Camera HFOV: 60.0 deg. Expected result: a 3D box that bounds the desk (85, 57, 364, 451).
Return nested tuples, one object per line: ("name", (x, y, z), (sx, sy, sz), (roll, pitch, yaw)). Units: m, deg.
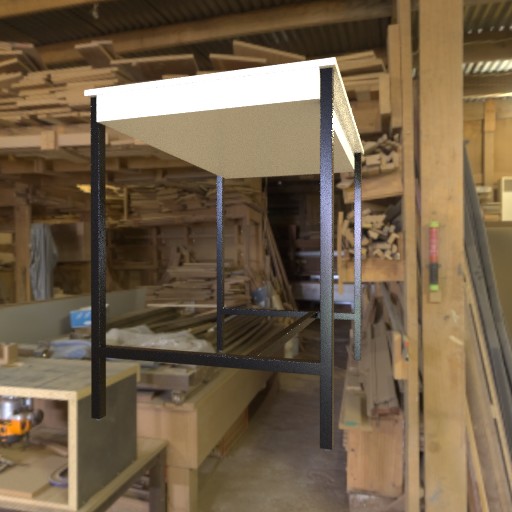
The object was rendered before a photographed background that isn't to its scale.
("desk", (0.000, 0.000, 1.323), (0.573, 0.766, 0.811), (0, 0, 17))
